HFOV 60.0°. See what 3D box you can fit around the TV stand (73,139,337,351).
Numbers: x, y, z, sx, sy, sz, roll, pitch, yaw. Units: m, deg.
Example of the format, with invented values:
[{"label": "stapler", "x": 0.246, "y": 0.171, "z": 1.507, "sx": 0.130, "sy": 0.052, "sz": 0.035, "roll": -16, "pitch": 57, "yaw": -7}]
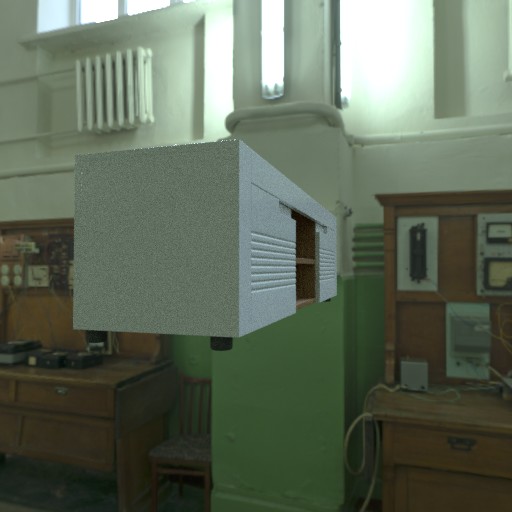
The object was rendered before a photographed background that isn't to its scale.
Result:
[{"label": "TV stand", "x": 0.000, "y": 0.000, "z": 1.685, "sx": 0.410, "sy": 0.440, "sz": 1.500, "roll": -1, "pitch": -2, "yaw": 18}]
